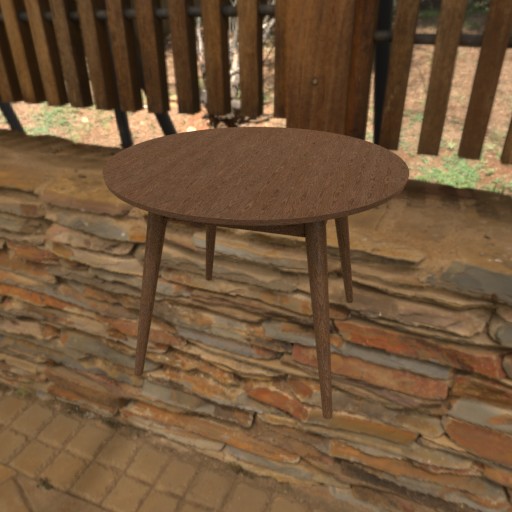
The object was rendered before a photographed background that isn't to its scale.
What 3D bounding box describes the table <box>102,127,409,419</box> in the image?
[{"bbox_3d":[0.000,0.000,1.776,1.053,0.786,1.053,0,29,0],"label":"table"}]
